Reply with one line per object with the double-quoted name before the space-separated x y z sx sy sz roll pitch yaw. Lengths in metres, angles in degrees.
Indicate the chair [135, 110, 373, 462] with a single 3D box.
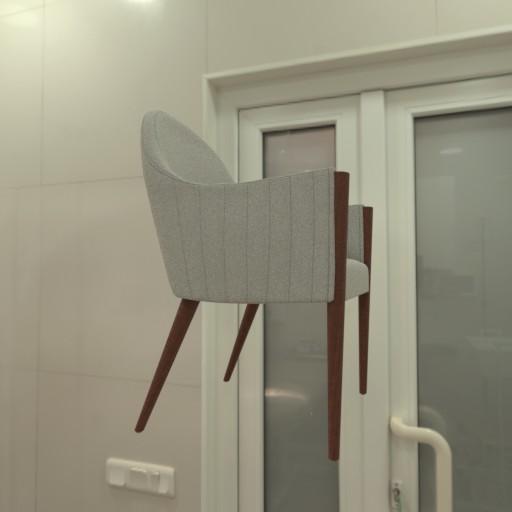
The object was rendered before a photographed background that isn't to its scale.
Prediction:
"chair" 0.000 0.000 1.297 0.620 0.889 0.610 -1 -2 20
